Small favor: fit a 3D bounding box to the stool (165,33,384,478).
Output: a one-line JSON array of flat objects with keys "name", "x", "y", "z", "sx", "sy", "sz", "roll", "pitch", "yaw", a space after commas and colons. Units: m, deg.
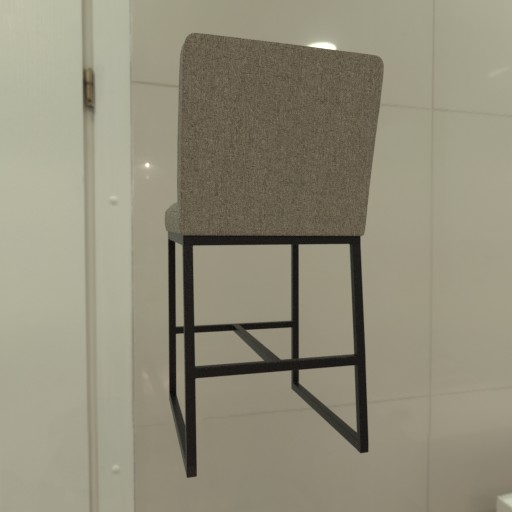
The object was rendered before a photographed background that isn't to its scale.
[{"name": "stool", "x": 0.000, "y": 0.000, "z": 1.221, "sx": 0.460, "sy": 0.940, "sz": 0.560, "roll": -1, "pitch": 2, "yaw": -15}]
